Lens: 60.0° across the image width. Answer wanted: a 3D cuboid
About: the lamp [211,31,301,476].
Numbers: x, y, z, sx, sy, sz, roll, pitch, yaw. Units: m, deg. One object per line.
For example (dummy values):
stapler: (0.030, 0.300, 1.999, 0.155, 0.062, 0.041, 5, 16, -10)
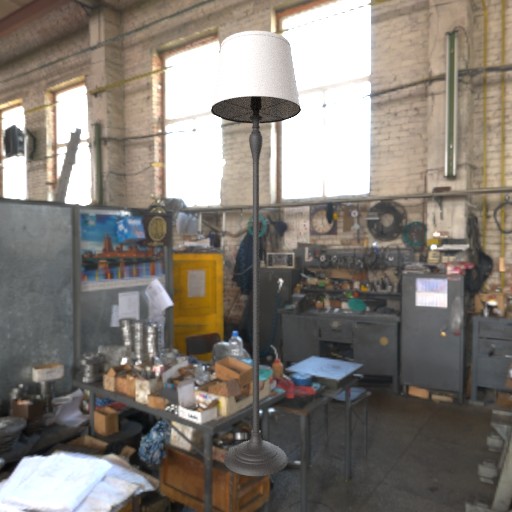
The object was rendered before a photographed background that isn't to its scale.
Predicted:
lamp: (0.000, 0.000, 1.620, 0.327, 1.506, 0.327, 0, 1, 1)
